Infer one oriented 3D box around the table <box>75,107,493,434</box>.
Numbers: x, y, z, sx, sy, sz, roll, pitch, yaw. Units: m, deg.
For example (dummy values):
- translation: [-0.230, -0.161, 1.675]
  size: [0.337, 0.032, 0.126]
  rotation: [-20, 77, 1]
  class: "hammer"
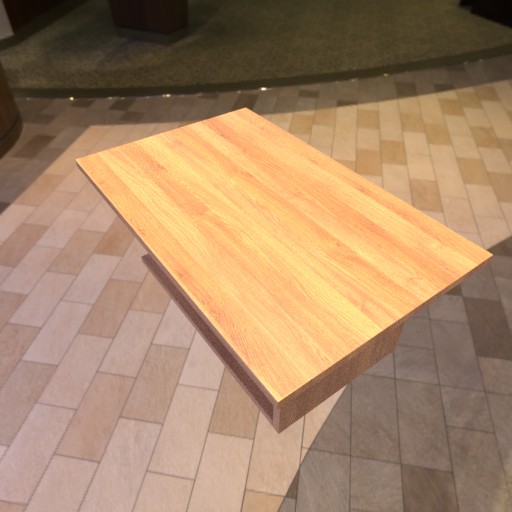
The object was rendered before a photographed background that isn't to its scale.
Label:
- translation: [0.000, 0.000, 1.458]
  size: [0.700, 0.442, 1.100]
  rotation: [-26, 48, -26]
  class: "table"
